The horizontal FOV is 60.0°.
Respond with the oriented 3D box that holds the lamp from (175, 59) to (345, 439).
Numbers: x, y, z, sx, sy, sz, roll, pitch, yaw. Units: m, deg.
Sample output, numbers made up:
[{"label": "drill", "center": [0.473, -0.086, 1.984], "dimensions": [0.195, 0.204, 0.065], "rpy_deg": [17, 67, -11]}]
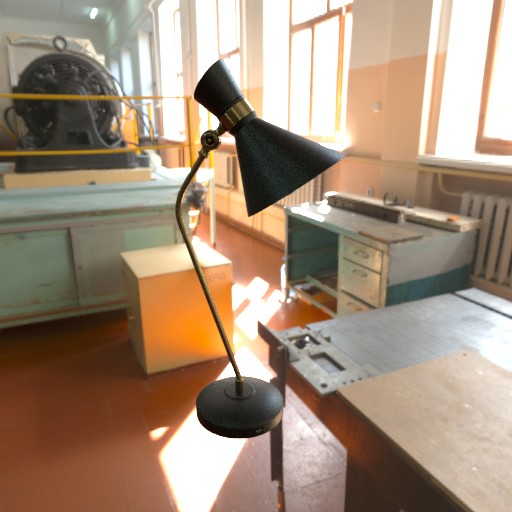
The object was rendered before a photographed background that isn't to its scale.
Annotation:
[{"label": "lamp", "center": [0.000, 0.000, 0.790], "dimensions": [0.292, 0.647, 0.189], "rpy_deg": [3, 17, 10]}]
